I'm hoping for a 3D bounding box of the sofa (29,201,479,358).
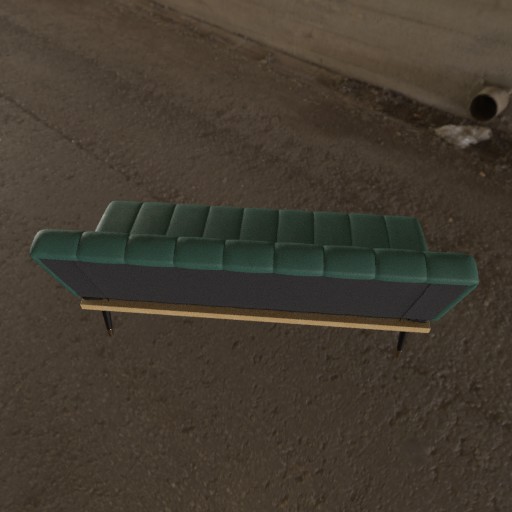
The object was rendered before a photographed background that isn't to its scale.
[{"bbox_3d":[0.000,0.000,2.305,1.810,0.820,0.830,4,47,3],"label":"sofa"}]
